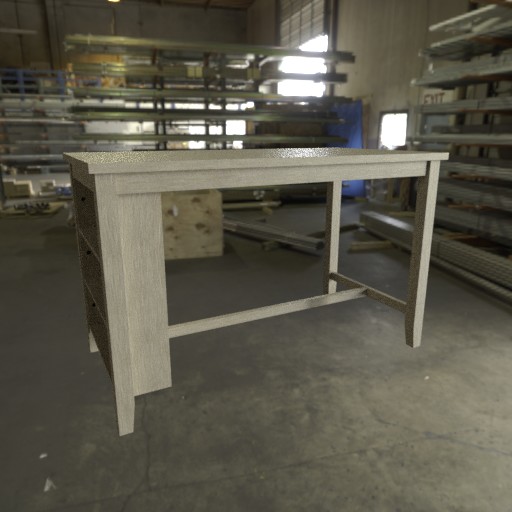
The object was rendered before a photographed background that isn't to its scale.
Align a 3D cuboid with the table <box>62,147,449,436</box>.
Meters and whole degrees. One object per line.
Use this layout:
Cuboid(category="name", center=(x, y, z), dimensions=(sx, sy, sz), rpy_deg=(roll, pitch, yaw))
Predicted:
Cuboid(category="table", center=(0.000, 0.000, 1.924), dimensions=(1.397, 0.874, 0.729), rpy_deg=(-8, 17, -27))
